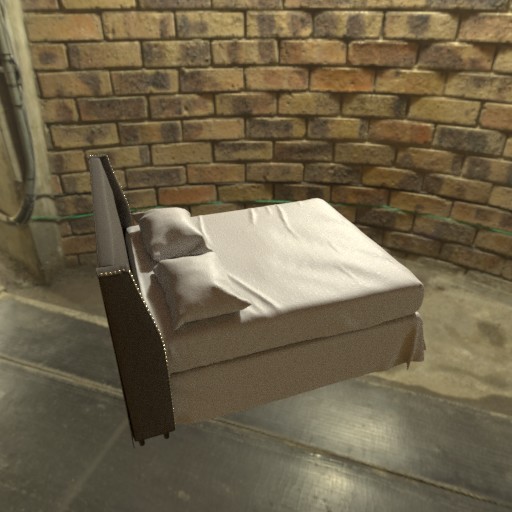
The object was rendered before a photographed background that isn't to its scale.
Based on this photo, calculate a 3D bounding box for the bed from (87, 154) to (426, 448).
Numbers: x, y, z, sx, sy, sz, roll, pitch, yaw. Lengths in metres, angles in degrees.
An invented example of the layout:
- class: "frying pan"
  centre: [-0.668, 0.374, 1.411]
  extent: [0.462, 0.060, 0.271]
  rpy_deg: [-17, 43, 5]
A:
- class: "bed"
  centre: [0.000, 0.000, 3.499]
  extent: [2.276, 1.332, 1.925]
  rpy_deg: [-10, 32, -17]
